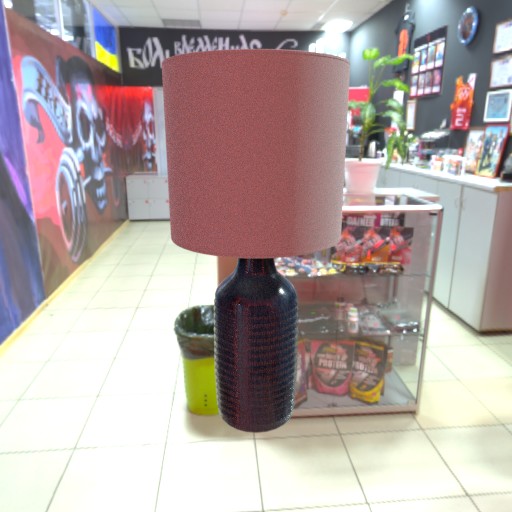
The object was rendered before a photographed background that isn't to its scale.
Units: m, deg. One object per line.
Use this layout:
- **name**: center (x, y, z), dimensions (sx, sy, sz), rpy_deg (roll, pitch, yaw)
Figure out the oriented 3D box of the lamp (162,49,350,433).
- **lamp**: center (0.000, 0.000, 0.595), dimensions (0.220, 0.475, 0.220), rpy_deg (8, 18, 27)
